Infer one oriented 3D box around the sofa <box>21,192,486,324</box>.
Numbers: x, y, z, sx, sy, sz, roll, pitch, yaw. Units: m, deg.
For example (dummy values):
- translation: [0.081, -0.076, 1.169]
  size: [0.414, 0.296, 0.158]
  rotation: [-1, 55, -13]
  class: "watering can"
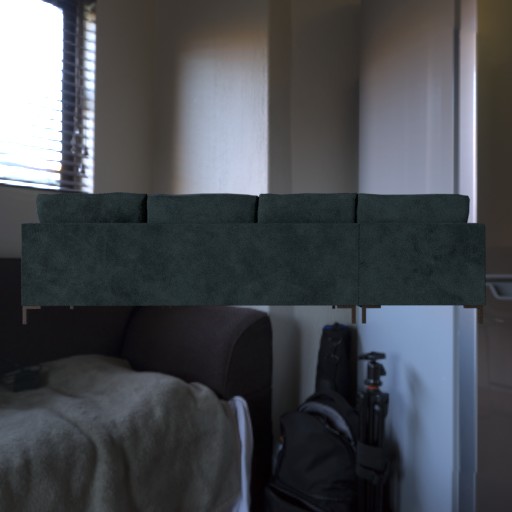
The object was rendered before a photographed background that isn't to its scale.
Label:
- translation: [0.000, 0.000, 3.938]
  size: [3.400, 0.967, 1.500]
  rotation: [0, 1, 0]
  class: "sofa"
